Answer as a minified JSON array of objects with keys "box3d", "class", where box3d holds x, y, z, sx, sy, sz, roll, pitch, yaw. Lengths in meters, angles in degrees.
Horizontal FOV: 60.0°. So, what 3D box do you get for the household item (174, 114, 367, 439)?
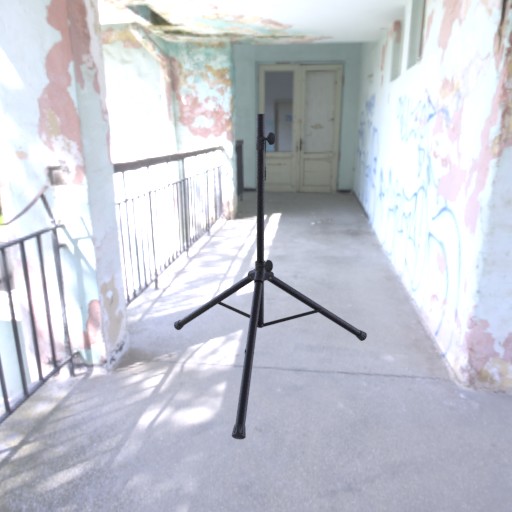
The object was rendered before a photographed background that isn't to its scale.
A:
[{"box3d":[0.000,0.000,1.852,1.045,1.136,0.907,3,17,9],"class":"household item"}]
